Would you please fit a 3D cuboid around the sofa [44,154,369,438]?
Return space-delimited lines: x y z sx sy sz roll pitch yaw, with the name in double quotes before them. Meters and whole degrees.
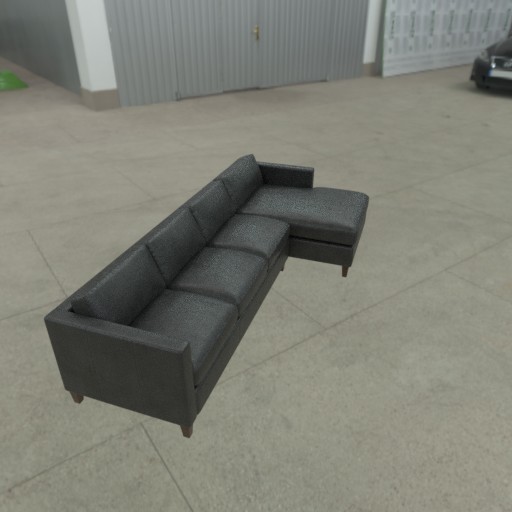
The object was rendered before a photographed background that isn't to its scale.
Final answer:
"sofa" 0.000 0.000 3.863 1.581 0.883 3.203 10 32 17
